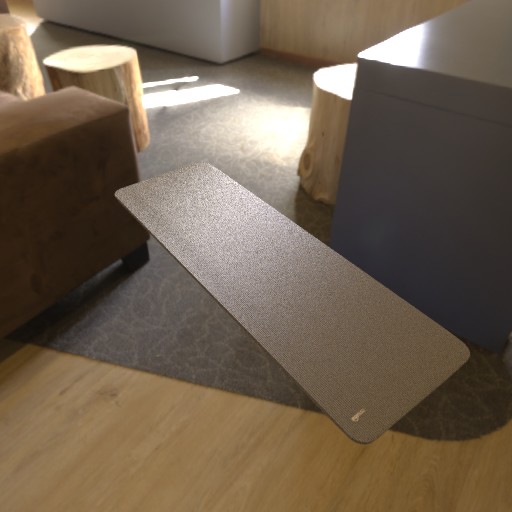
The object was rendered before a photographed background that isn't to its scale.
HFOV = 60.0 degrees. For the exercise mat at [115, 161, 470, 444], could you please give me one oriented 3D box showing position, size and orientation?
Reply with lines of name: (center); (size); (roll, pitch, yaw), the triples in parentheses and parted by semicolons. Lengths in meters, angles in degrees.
exercise mat: (0.000, 0.000, 2.075); (0.616, 0.021, 1.884); (-27, 47, -28)
